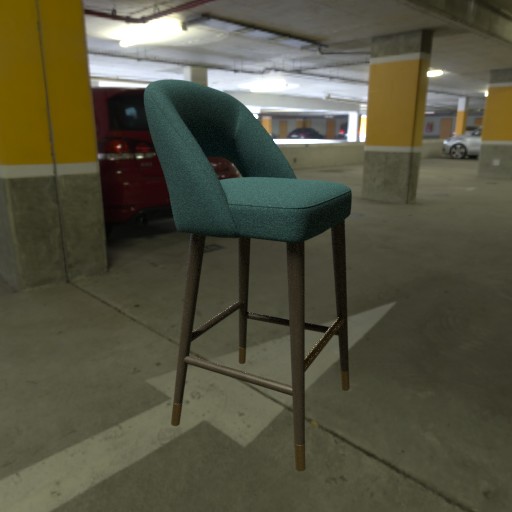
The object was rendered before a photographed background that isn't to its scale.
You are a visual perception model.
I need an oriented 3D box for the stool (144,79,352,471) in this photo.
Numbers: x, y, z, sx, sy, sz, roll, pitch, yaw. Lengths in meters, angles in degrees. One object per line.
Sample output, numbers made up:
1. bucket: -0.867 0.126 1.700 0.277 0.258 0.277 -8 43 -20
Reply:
1. stool: 0.000 0.000 1.365 0.522 1.032 0.536 8 17 26
